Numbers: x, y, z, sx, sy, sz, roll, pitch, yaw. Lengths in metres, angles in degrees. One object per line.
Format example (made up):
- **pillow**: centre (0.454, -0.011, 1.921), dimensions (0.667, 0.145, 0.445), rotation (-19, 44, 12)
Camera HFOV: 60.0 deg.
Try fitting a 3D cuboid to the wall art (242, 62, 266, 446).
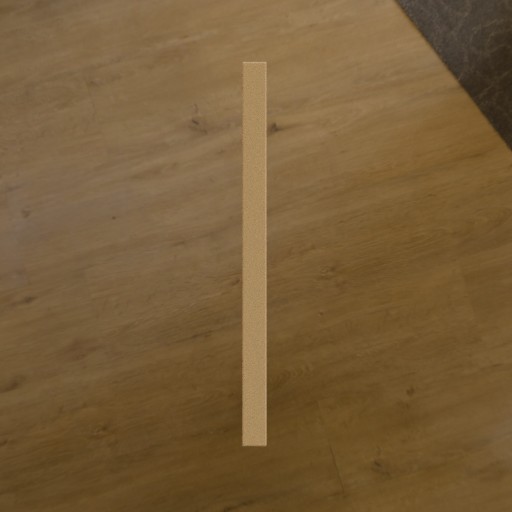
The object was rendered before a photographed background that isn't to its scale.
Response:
- **wall art**: centre (0.000, 0.000, 1.162), dimensions (0.038, 0.914, 0.610), rotation (0, 89, 0)
